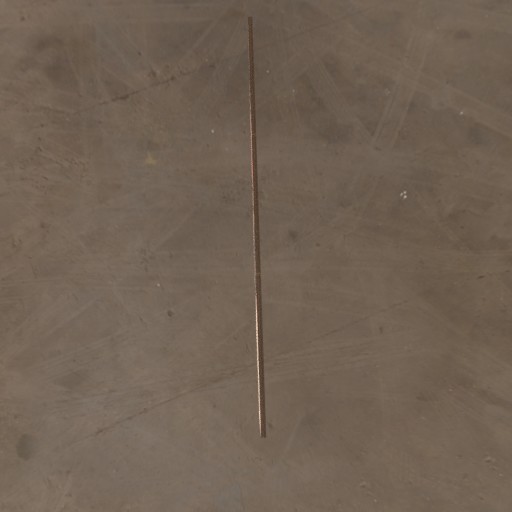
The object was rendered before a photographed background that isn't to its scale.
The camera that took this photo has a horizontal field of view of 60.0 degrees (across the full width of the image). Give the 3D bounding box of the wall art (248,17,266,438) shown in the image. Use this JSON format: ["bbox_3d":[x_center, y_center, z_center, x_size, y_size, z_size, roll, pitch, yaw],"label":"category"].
[{"bbox_3d":[0.000,0.000,1.808,0.013,1.216,1.216,-2,76,0],"label":"wall art"}]
